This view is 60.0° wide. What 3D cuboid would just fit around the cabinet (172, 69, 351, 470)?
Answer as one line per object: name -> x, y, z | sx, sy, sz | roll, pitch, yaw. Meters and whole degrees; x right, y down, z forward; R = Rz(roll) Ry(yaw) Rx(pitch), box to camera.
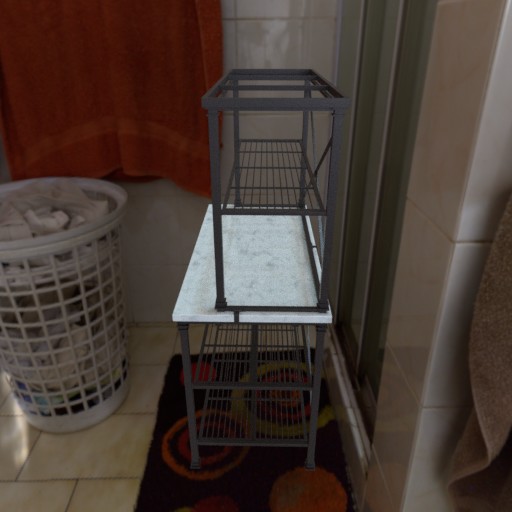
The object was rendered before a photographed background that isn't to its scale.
cabinet -> 0.000, 0.000, 2.231 | 0.610, 1.659, 1.210 | 1, 27, 1
